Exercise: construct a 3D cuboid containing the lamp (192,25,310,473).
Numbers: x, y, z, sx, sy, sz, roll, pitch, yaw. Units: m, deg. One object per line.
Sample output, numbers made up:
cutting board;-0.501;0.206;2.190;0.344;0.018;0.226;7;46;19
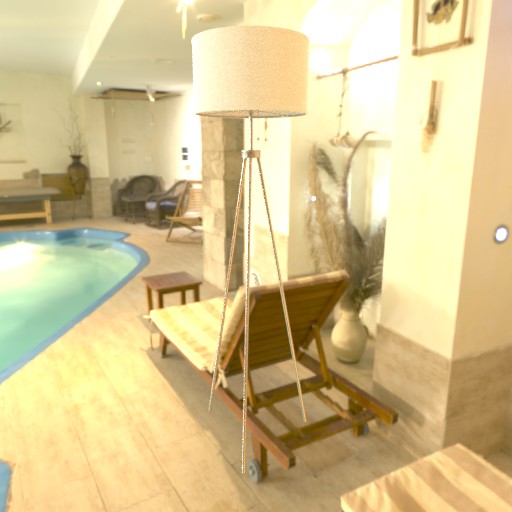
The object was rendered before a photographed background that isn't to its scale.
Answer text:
lamp;0.000;0.000;1.740;0.458;1.545;0.448;-7;15;-26
